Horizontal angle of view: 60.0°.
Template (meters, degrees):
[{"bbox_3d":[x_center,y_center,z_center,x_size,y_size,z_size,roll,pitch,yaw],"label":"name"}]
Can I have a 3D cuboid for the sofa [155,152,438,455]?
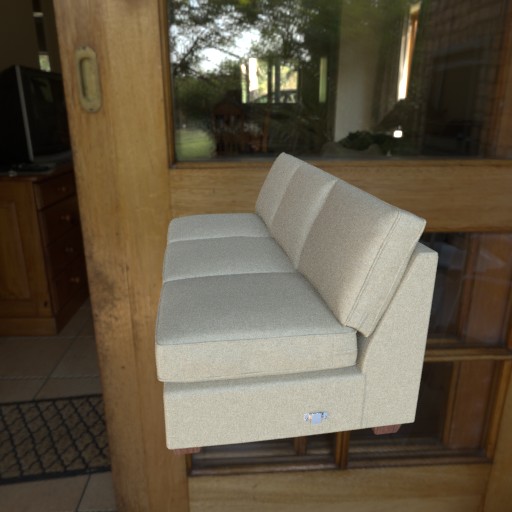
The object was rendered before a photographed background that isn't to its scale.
[{"bbox_3d":[0.000,0.000,2.492,1.027,0.973,1.962,-3,18,-8],"label":"sofa"}]
